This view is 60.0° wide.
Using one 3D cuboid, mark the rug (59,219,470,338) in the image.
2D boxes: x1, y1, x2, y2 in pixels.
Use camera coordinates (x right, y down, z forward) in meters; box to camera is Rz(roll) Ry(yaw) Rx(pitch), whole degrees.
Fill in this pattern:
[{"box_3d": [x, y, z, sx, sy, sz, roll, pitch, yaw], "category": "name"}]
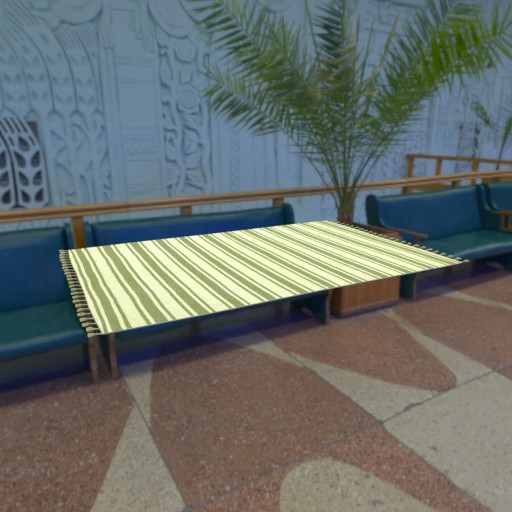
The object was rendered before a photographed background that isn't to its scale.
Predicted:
[{"box_3d": [0.000, 0.000, 3.073, 2.435, 0.018, 1.540, -8, 18, -26], "category": "rug"}]
